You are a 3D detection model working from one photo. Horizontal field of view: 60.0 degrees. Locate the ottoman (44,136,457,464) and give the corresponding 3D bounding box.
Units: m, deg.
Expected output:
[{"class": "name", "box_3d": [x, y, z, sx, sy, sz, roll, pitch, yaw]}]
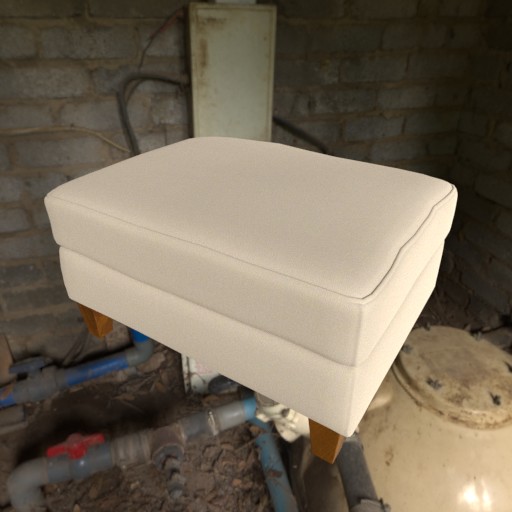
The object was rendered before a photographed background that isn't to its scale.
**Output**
[{"class": "ottoman", "box_3d": [0.000, 0.000, 1.155, 0.818, 0.485, 0.634, 18, 34, 29]}]
